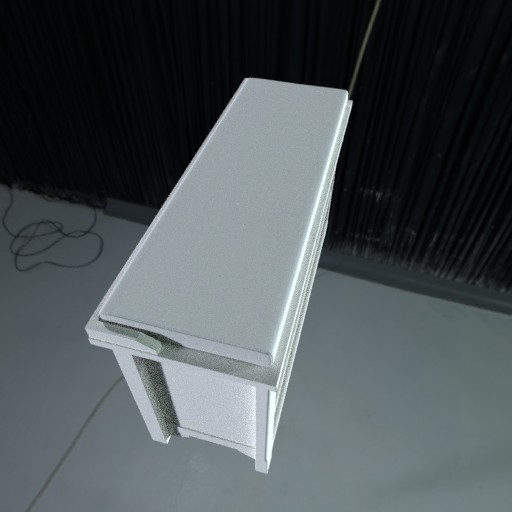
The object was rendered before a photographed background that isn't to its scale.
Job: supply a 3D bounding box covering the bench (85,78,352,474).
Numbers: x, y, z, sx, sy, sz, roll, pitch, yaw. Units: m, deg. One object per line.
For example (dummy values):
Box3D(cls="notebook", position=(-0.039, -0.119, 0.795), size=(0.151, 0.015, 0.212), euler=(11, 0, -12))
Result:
Box3D(cls="bench", position=(0.000, 0.000, 1.262), size=(0.346, 0.589, 0.987), euler=(12, 48, 11))
